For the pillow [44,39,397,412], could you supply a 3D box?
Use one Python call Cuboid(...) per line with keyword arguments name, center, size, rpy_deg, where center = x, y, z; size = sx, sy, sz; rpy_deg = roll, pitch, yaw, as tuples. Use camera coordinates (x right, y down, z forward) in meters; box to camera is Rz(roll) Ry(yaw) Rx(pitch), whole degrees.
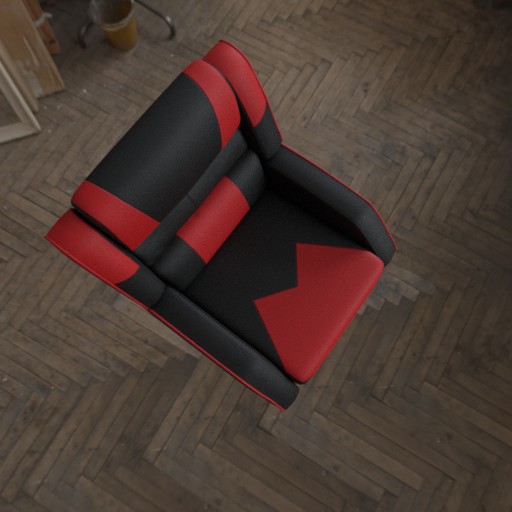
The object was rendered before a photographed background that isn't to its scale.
Cuboid(name="pillow", center=(0.000, 0.000, 1.282), size=(0.672, 0.805, 0.620), rpy_deg=(36, 79, 8))
